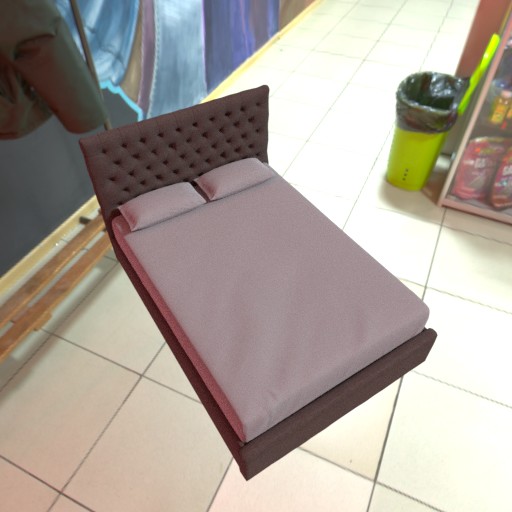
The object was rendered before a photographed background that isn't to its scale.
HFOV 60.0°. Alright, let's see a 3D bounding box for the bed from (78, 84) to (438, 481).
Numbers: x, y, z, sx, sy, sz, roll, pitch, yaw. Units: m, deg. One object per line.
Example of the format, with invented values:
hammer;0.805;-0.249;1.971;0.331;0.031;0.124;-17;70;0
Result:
bed;0.000;0.000;3.439;1.698;1.427;2.387;-25;51;-22
